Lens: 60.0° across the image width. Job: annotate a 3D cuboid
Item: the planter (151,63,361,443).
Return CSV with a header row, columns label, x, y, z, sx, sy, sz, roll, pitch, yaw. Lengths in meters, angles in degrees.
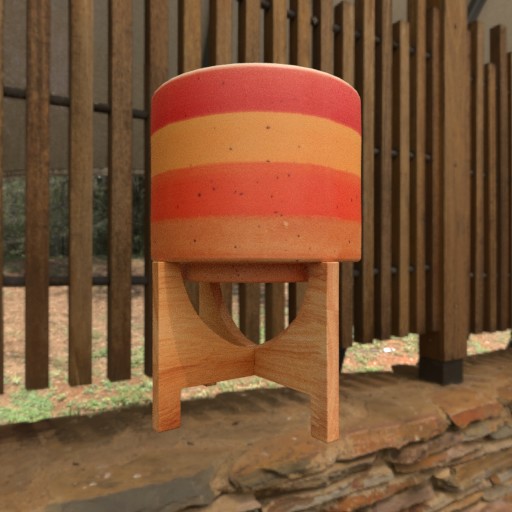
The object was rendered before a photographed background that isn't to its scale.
label,x,y,z,sx,sy,sz,roll,pitch,yaw
planter,0.000,0.000,0.559,0.269,0.379,0.269,0,0,0
